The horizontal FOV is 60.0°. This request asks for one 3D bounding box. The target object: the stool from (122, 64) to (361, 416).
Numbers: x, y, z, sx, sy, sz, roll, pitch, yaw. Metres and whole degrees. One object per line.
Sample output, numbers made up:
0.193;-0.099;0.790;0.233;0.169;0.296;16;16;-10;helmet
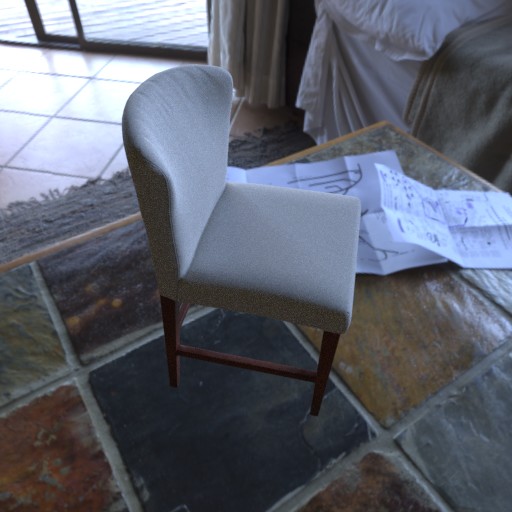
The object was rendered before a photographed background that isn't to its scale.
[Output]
0.000;0.000;1.301;0.568;0.968;0.479;9;46;9;stool
